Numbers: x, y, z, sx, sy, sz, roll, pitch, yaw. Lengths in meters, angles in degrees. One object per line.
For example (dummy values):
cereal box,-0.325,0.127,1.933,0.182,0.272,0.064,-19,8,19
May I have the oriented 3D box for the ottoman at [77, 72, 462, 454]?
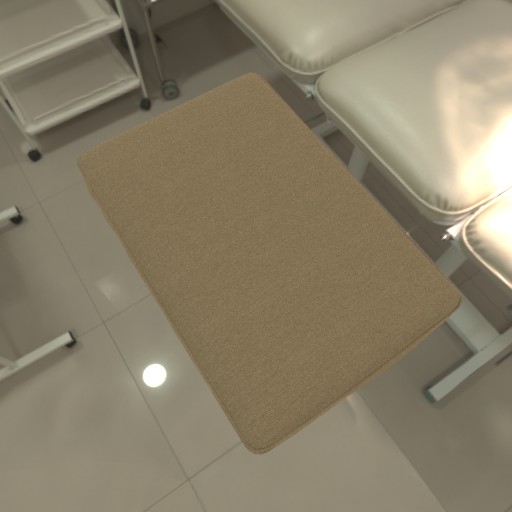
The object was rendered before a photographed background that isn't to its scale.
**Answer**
ottoman,0.000,0.000,1.326,0.636,0.521,0.945,-31,69,-14
